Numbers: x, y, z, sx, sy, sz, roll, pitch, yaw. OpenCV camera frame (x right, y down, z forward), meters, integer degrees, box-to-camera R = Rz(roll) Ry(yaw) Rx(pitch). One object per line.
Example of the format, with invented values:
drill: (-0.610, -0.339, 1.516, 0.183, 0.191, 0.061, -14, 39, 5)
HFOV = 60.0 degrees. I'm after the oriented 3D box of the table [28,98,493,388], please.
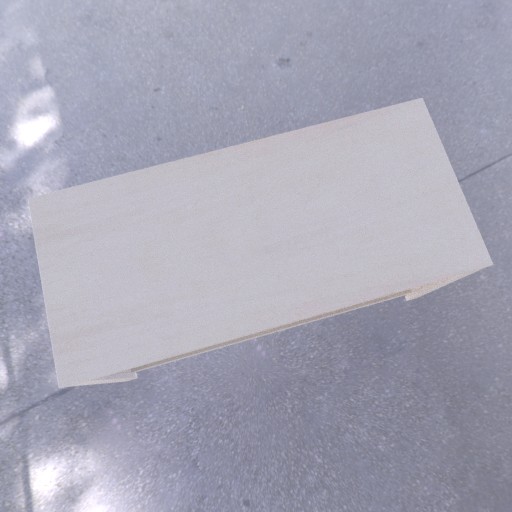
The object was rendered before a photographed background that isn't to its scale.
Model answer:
table: (0.000, 0.000, 1.282, 1.016, 0.483, 0.457, -15, 76, -4)
